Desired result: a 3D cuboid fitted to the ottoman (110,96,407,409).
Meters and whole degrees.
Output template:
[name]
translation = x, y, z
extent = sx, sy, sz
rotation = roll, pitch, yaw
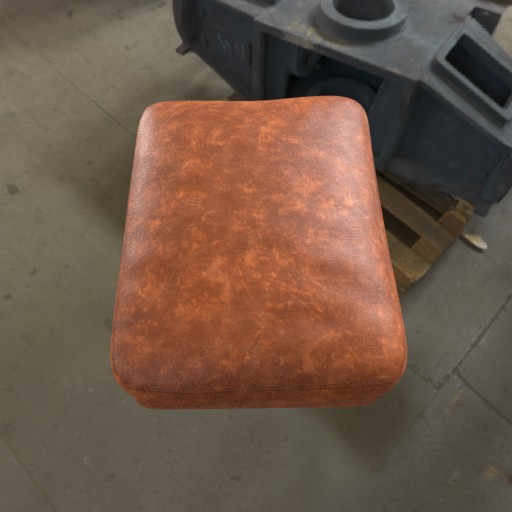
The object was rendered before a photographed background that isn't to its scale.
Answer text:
[ottoman]
translation = 0.000, 0.000, 1.251
extent = 0.657, 0.562, 0.832
rotation = -1, 64, -1
